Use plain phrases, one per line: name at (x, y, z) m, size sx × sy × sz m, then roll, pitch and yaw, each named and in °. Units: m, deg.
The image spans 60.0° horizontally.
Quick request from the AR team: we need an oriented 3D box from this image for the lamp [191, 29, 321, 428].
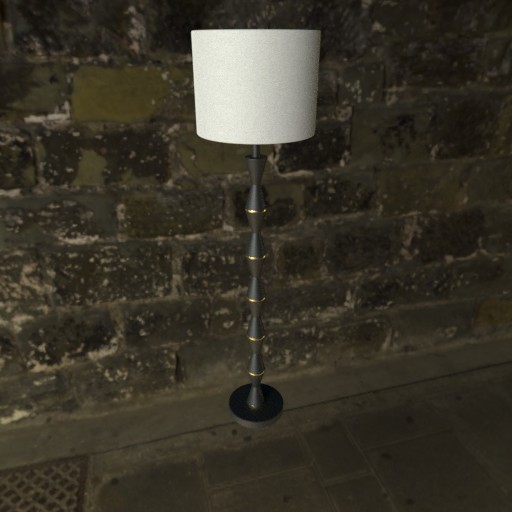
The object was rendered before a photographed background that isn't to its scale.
lamp at (0.000, 0.000, 1.634) m, size 0.381 × 1.480 × 0.381 m, roll 0°, pitch 26°, yaw -1°
